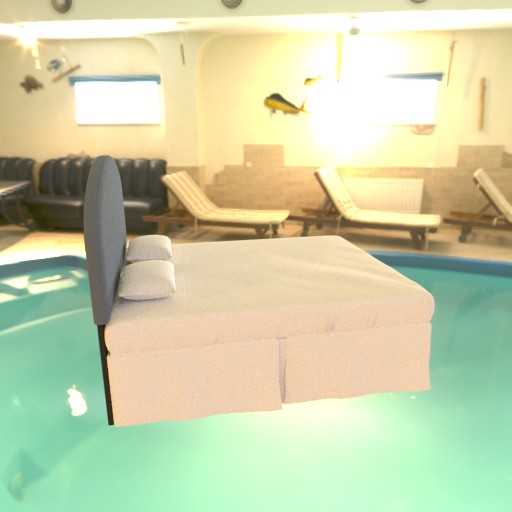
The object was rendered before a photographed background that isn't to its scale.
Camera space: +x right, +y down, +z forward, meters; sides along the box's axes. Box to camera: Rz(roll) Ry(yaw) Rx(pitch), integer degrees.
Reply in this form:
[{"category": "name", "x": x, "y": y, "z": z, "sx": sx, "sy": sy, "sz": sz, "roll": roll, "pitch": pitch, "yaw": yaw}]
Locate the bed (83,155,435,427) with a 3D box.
[{"category": "bed", "x": 0.000, "y": 0.000, "z": 3.120, "sx": 2.005, "sy": 1.410, "sz": 1.607, "roll": -4, "pitch": 17, "yaw": -12}]
